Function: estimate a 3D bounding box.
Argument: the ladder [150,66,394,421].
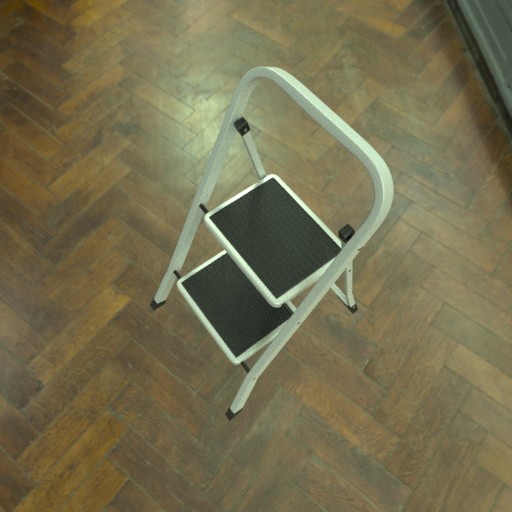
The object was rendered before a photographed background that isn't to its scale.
[{"bbox_3d":[0.000,0.000,1.117,0.544,0.810,0.460,-34,68,-16],"label":"ladder"}]
